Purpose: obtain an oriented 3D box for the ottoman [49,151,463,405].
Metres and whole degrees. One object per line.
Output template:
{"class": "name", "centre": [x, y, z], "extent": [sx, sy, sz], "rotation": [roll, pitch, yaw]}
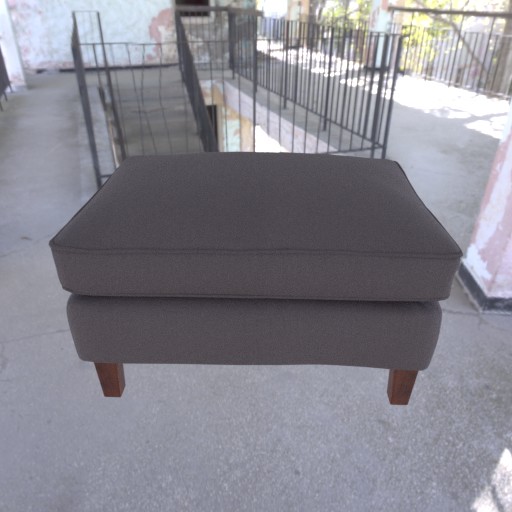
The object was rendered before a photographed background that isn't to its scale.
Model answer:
{"class": "ottoman", "centre": [0.000, 0.000, 0.970], "extent": [0.686, 0.406, 0.508], "rotation": [1, 31, 2]}
